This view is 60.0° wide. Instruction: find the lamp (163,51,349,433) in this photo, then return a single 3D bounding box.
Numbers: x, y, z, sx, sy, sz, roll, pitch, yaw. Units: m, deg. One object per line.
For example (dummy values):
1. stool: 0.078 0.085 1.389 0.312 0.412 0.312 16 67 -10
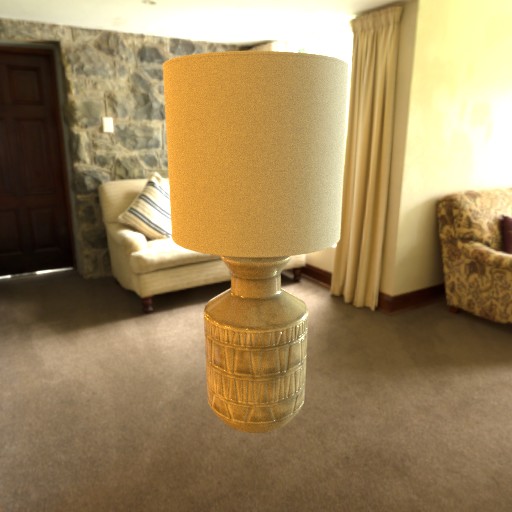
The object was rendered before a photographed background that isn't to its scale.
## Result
1. lamp: 0.000 0.000 0.574 0.211 0.455 0.211 2 16 9
